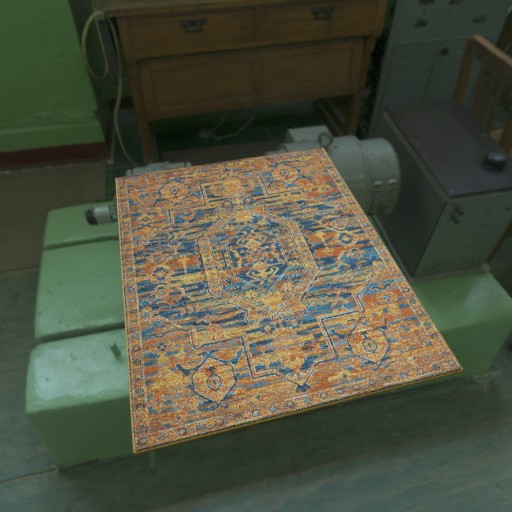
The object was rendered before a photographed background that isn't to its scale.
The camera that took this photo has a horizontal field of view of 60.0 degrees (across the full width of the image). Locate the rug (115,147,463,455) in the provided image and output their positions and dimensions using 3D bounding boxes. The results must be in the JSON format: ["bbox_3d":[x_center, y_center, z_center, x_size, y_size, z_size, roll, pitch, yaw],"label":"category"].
[{"bbox_3d":[0.000,0.000,4.103,2.435,0.031,3.040,-11,48,-10],"label":"rug"}]
